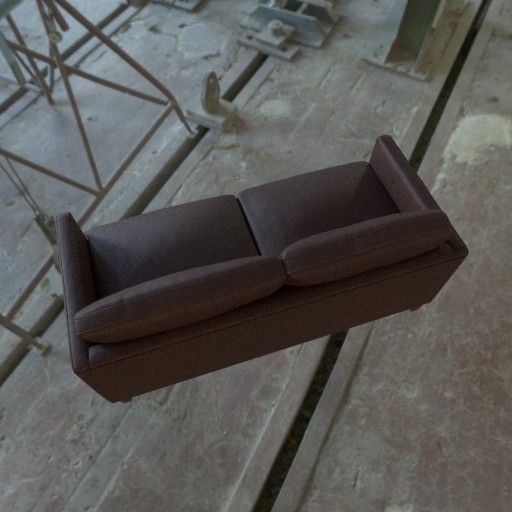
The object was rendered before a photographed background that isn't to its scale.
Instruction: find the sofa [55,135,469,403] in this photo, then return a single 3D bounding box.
[{"bbox_3d":[0.000,0.000,2.476,1.971,0.863,0.923,-16,60,-9],"label":"sofa"}]
